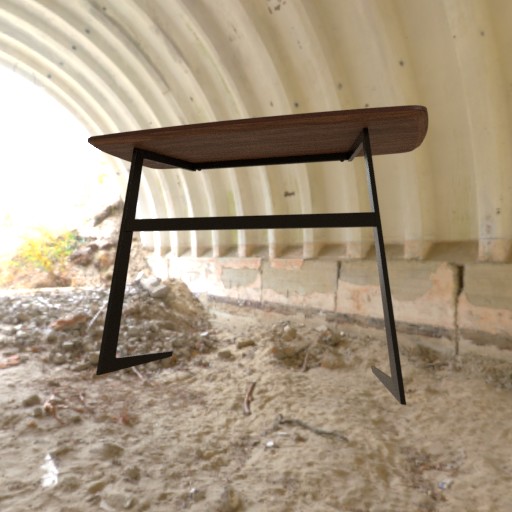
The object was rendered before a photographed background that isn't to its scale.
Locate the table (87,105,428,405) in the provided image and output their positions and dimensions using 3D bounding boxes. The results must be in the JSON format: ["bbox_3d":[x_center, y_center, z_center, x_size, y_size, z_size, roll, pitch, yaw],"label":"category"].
[{"bbox_3d":[0.000,0.000,1.112,0.804,0.576,0.361,0,0,18],"label":"table"}]
